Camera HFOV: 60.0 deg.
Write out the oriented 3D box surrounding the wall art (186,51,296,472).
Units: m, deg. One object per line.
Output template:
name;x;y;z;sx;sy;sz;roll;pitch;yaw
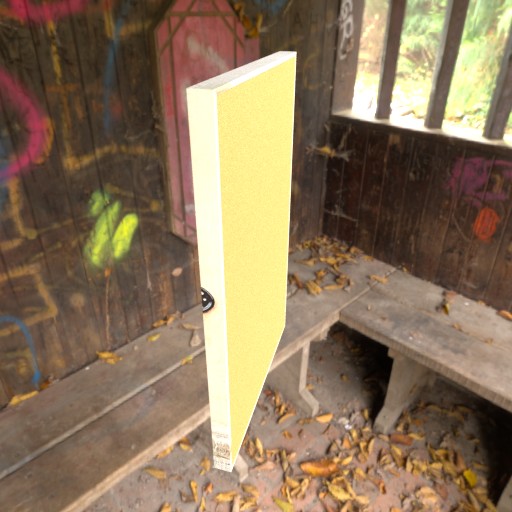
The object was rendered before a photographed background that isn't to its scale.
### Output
wall art;0.000;0.000;0.959;0.038;0.764;0.508;8;31;14
